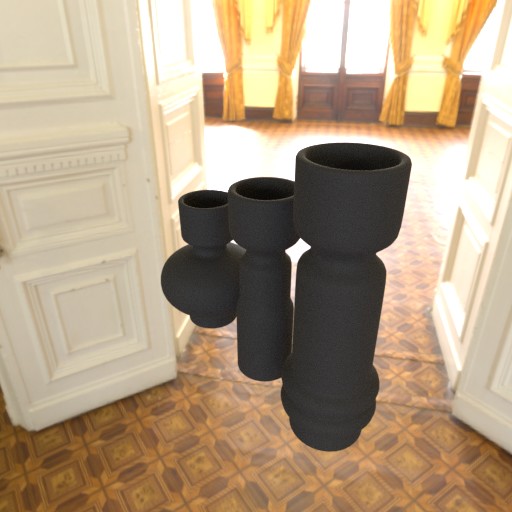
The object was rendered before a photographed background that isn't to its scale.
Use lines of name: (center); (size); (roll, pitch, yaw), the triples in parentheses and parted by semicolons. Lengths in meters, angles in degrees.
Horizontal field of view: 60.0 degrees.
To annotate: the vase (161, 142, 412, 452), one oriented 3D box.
vase: (0.000, 0.000, 0.431); (0.120, 0.249, 0.307); (-18, 33, -30)
